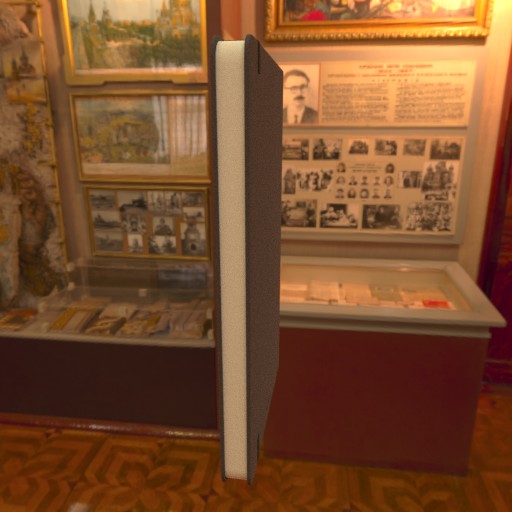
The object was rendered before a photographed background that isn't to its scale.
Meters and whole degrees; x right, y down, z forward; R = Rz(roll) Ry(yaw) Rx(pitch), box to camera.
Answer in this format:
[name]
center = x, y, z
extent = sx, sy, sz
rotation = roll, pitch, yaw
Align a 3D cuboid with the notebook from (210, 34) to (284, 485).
[notebook]
center = 0.000, 0.000, 0.256
extent = 0.016, 0.213, 0.127
rotation = 3, 16, 9
